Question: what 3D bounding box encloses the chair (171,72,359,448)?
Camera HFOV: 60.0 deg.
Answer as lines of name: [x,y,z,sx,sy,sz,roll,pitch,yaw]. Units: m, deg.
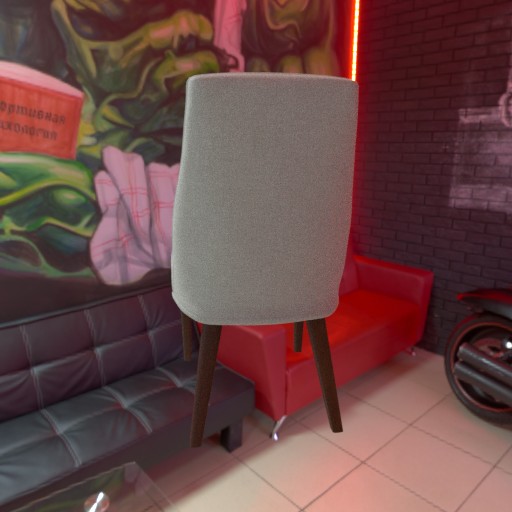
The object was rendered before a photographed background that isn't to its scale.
chair: [0.000,0.000,1.307,0.500,0.930,0.620,-2,14,-9]
